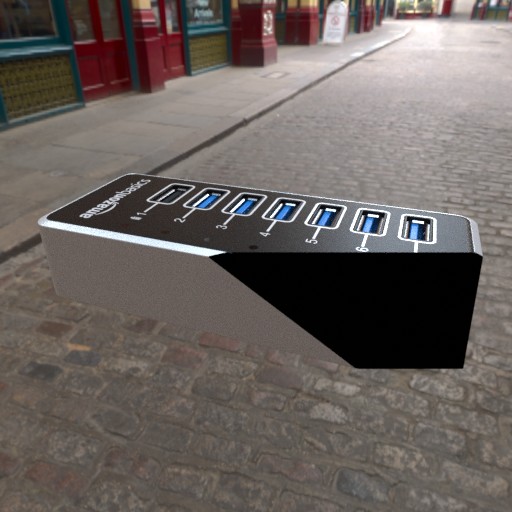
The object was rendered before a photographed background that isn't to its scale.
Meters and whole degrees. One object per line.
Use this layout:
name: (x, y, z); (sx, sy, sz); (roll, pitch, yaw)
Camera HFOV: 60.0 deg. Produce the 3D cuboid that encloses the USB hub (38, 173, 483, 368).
USB hub: (0.000, 0.000, 0.122); (0.110, 0.023, 0.044); (10, 30, 18)
